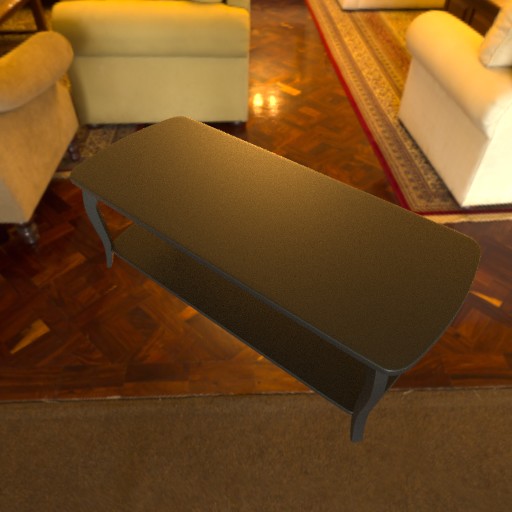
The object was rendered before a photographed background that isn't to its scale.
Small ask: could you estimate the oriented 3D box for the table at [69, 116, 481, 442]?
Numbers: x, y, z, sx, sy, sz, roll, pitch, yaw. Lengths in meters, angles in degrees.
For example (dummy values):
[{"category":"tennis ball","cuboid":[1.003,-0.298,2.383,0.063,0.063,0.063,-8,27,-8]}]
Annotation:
[{"category":"table","cuboid":[0.000,0.000,1.583,1.333,0.457,0.571,29,52,26]}]
